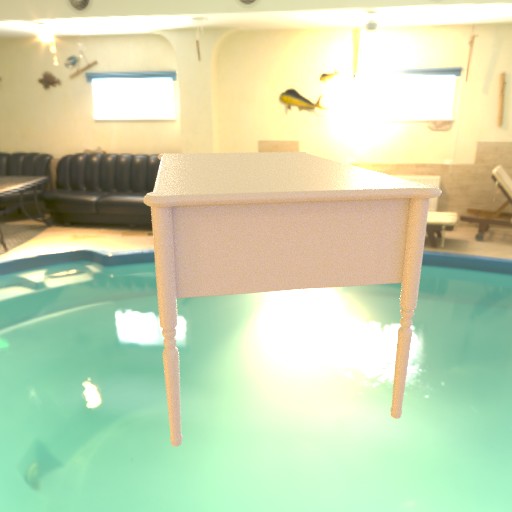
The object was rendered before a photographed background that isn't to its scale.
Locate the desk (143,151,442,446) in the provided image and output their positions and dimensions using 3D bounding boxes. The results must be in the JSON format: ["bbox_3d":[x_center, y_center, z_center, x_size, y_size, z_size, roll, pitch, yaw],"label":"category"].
[{"bbox_3d":[0.000,0.000,1.887,0.807,0.762,1.380,-3,18,-10],"label":"desk"}]
